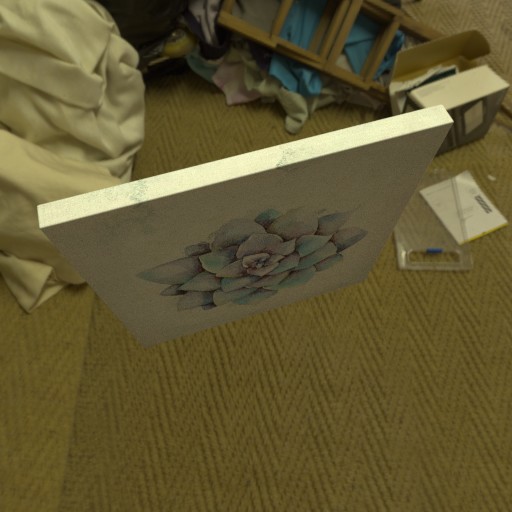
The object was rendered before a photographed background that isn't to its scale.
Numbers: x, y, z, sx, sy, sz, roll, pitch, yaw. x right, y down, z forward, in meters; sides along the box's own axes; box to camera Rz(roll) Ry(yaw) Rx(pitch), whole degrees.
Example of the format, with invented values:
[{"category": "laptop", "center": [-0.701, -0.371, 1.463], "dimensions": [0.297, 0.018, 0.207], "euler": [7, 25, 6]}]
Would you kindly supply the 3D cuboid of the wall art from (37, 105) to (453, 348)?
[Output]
[{"category": "wall art", "center": [0.000, 0.000, 0.906], "dimensions": [0.612, 0.612, 0.040], "euler": [-16, 65, -8]}]
